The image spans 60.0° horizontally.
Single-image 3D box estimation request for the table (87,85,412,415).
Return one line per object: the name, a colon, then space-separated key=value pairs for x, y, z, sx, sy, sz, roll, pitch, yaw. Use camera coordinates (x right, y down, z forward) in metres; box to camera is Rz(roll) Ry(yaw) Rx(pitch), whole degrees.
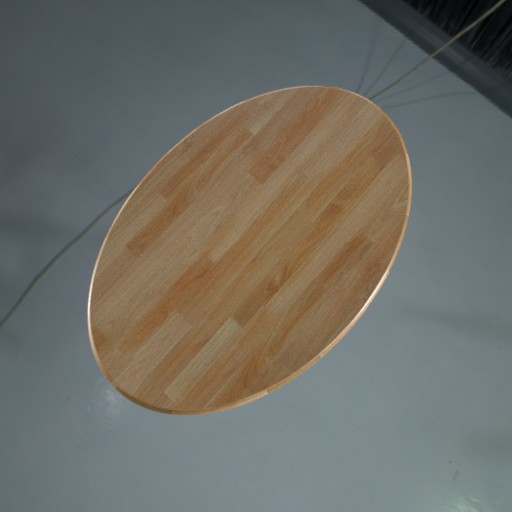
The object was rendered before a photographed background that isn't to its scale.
table: x=0.000 y=0.000 z=1.383 sx=0.690 sy=0.490 sz=1.040 roll=40 pitch=79 yaw=9
